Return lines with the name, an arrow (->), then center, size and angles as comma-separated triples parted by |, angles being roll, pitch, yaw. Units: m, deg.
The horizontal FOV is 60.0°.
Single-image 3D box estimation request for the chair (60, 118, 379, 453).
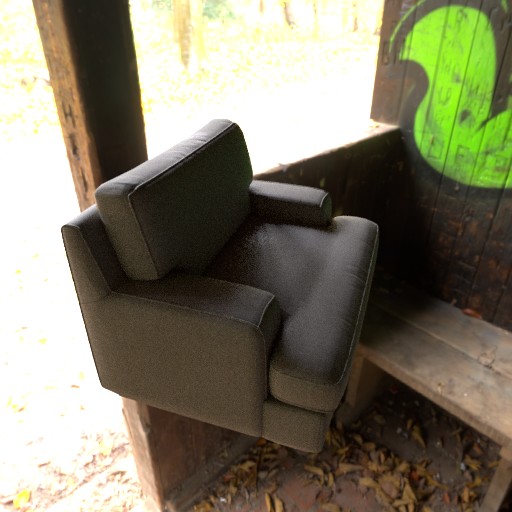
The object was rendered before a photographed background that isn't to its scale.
chair -> 0.000, 0.000, 2.029 | 1.043, 0.974, 1.270 | 10, 33, 16
